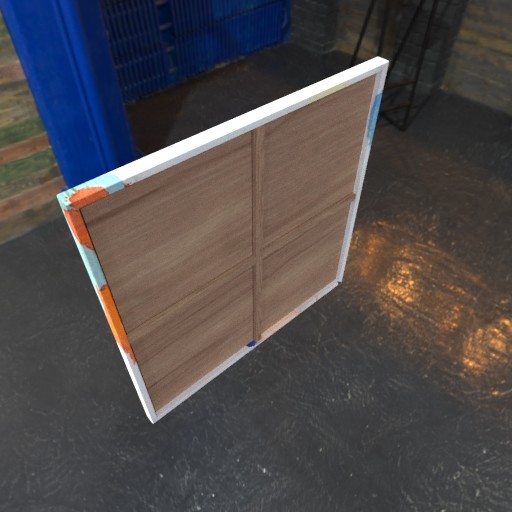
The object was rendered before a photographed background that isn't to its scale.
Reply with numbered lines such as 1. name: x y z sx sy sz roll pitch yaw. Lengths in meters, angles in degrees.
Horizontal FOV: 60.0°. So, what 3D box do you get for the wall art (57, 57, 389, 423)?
1. wall art: 0.000 0.000 1.466 1.017 1.017 0.044 -32 54 -27
